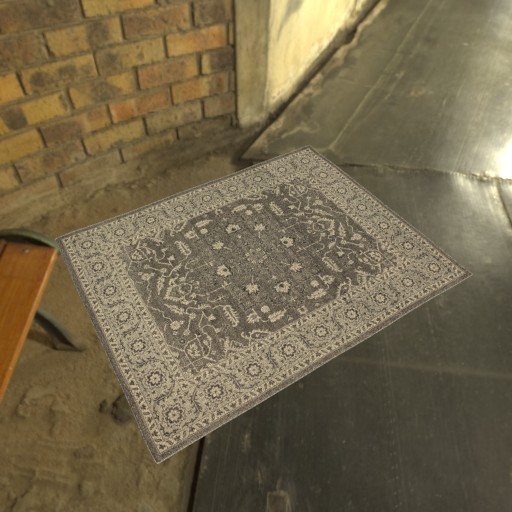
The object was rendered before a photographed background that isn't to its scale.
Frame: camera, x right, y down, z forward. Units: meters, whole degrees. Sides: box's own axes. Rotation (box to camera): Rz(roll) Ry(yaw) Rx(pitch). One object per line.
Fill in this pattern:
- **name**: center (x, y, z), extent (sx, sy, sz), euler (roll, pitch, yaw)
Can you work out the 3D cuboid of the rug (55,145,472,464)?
- **rug**: center (0.000, 0.000, 4.124), extent (3.069, 0.026, 2.451), euler (-25, 52, -21)
